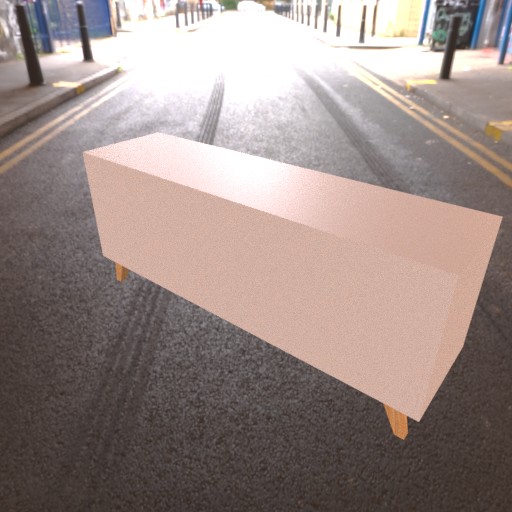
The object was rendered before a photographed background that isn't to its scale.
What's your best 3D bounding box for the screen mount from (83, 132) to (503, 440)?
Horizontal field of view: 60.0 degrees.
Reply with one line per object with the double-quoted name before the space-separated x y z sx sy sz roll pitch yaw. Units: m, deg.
"screen mount" 0.000 0.000 1.692 1.490 0.619 0.400 22 37 33
